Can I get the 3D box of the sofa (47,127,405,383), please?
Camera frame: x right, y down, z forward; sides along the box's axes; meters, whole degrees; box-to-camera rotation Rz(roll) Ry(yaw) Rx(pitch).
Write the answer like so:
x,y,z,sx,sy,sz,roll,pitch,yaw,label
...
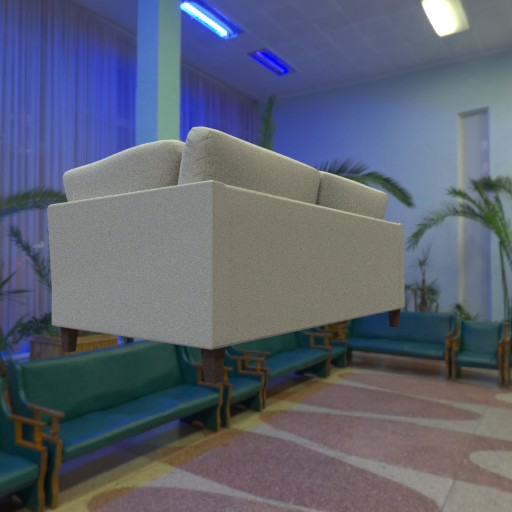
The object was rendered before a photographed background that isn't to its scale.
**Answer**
x,y,z,sx,sy,sz,roll,pitch,yaw,label
0.000,0.000,2.309,0.970,0.836,1.776,-1,-2,37,sofa
